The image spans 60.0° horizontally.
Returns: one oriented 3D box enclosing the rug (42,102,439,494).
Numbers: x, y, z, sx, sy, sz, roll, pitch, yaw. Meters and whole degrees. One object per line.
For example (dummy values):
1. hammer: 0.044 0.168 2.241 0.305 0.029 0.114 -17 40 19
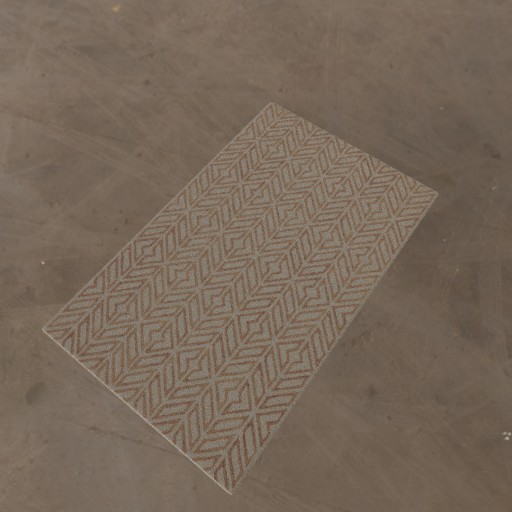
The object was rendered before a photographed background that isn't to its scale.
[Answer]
1. rug: 0.000 0.000 3.003 1.523 0.008 2.438 34 68 16
